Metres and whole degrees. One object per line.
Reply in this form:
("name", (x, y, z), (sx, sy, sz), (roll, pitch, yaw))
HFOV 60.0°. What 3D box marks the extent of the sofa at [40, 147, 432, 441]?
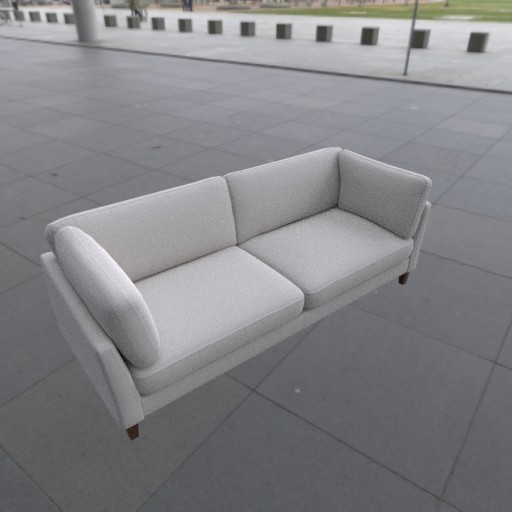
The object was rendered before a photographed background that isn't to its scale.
("sofa", (0.000, 0.000, 2.754), (2.301, 0.863, 0.957), (-22, 37, -32))
